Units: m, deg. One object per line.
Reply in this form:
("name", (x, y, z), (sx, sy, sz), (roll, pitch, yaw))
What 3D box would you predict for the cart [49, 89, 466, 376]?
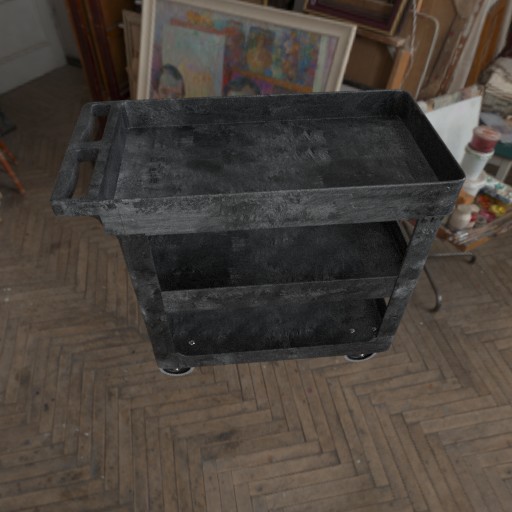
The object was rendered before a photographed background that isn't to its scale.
("cart", (0.000, 0.000, 1.351), (0.877, 0.824, 0.420), (-4, 47, -3))
